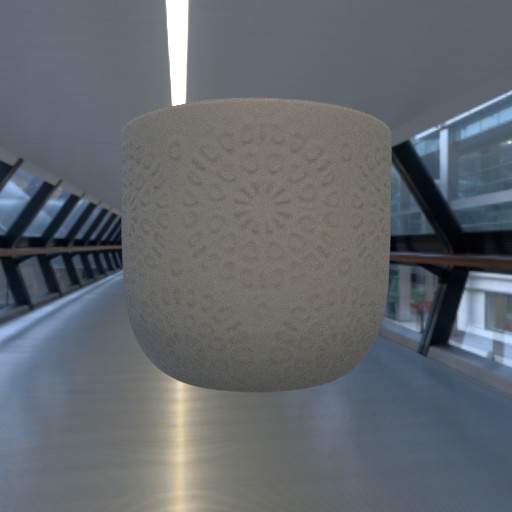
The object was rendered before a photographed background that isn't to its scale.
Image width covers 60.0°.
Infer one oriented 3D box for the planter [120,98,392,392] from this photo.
[{"bbox_3d":[0.000,0.000,0.213,0.124,0.109,0.124,0,0,0],"label":"planter"}]
